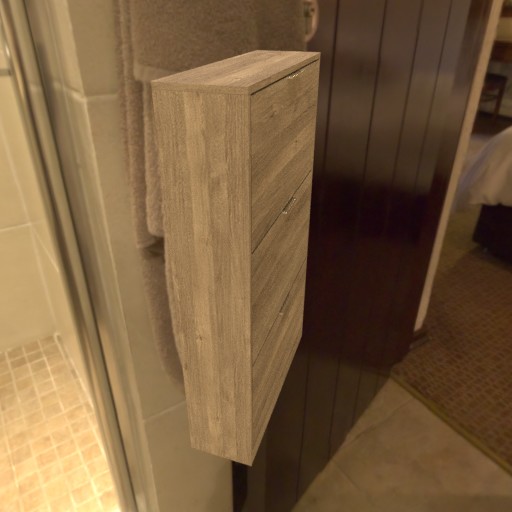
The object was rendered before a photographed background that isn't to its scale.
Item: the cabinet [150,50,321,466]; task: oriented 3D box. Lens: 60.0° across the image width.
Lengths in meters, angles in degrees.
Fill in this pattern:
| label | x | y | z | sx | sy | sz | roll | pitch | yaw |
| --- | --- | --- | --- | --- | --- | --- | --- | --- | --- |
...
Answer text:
| label | x | y | z | sx | sy | sz | roll | pitch | yaw |
| --- | --- | --- | --- | --- | --- | --- | --- | --- | --- |
| cabinet | 0.000 | 0.000 | 1.598 | 0.250 | 1.280 | 0.750 | 10 | 31 | 16 |
